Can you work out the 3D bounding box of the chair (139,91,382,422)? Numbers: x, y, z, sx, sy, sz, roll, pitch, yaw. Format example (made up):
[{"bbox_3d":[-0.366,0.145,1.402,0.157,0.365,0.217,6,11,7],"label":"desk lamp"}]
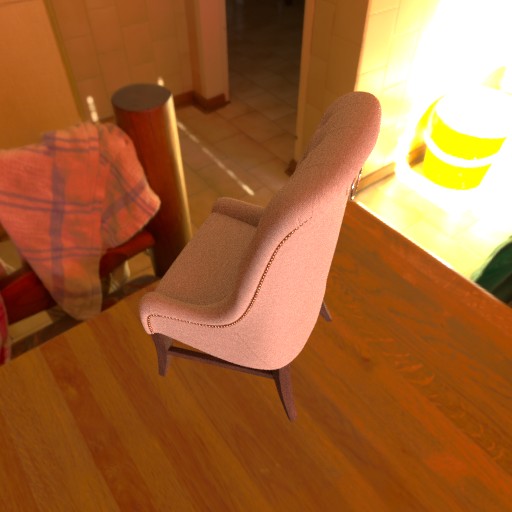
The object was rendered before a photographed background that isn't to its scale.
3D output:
[{"bbox_3d":[0.000,0.000,1.521,0.629,1.091,0.634,16,48,15],"label":"chair"}]
